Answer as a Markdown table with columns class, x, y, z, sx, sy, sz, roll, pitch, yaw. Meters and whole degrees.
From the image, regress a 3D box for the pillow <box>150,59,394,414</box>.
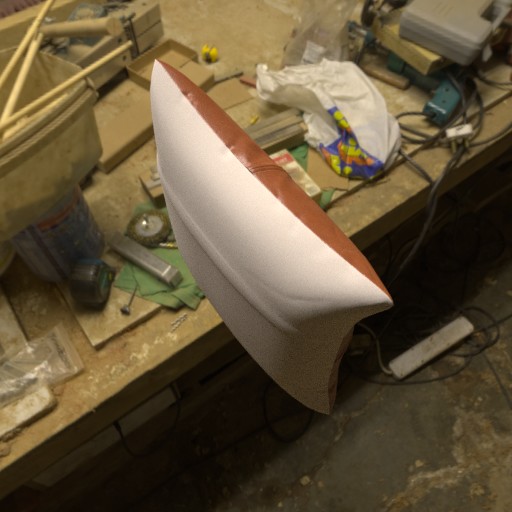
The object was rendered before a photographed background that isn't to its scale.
| class | x | y | z | sx | sy | sz | roll | pitch | yaw |
| --- | --- | --- | --- | --- | --- | --- | --- | --- | --- |
| pillow | 0.000 | 0.000 | 0.755 | 0.192 | 0.477 | 0.501 | -31 | 62 | -18 |
